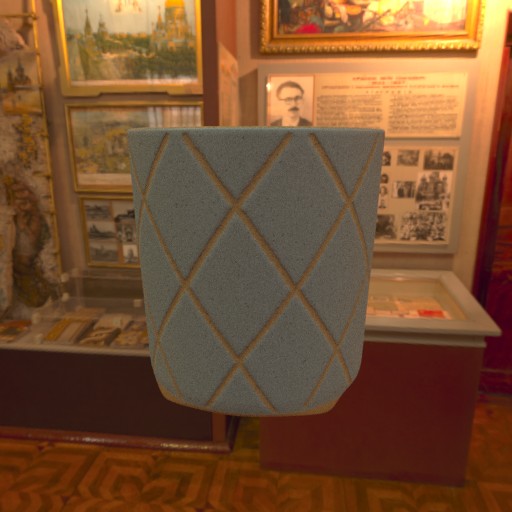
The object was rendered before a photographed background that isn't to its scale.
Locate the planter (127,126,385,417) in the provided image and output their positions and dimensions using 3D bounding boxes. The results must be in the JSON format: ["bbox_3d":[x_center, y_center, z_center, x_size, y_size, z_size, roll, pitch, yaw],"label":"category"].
[{"bbox_3d":[0.000,0.000,0.364,0.191,0.200,0.191,0,15,0],"label":"planter"}]
